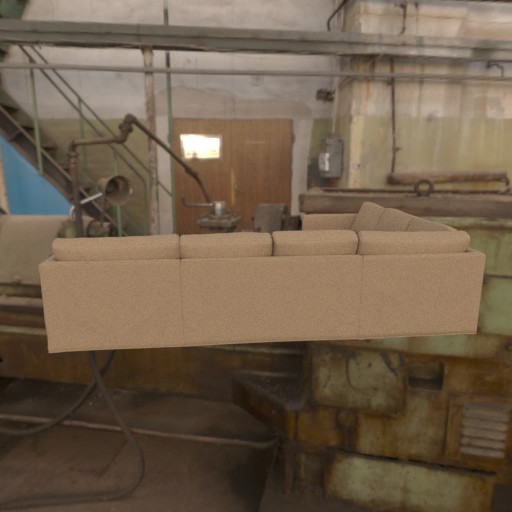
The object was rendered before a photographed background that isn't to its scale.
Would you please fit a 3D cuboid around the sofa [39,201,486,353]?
[{"bbox_3d":[0.000,0.000,4.578,3.460,0.882,2.427,-1,13,-6],"label":"sofa"}]
